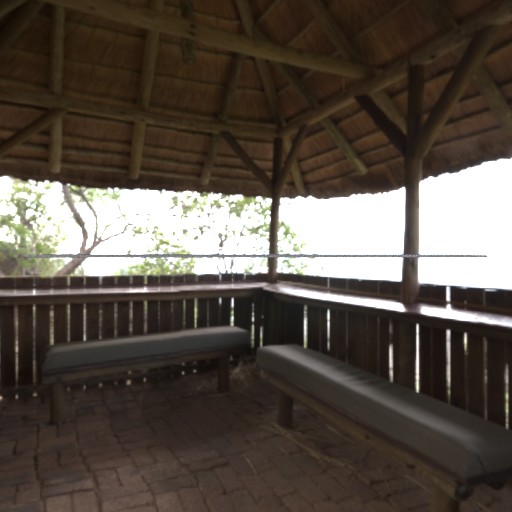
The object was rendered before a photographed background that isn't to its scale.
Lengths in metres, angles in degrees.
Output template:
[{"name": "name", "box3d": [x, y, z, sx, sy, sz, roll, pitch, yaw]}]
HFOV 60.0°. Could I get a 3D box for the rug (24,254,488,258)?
[{"name": "rug", "box3d": [0.000, 0.000, 2.512, 2.297, 0.019, 0.659, 0, 0, 0]}]
